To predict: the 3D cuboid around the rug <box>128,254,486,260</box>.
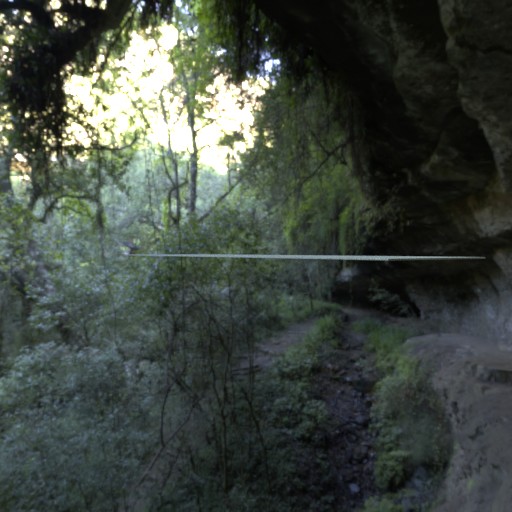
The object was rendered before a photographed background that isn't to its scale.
[{"bbox_3d":[0.000,0.000,2.709,0.686,0.006,2.437,0,1,-37],"label":"rug"}]
